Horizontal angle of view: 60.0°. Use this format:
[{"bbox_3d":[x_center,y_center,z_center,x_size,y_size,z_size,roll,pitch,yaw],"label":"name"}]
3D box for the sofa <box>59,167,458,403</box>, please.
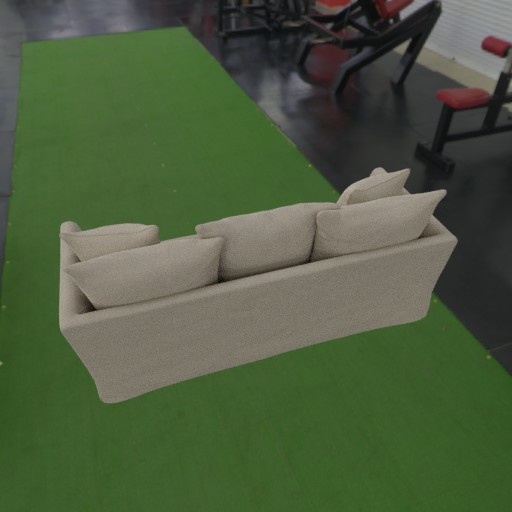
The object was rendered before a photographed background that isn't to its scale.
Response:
[{"bbox_3d":[0.000,0.000,3.112,2.499,1.047,1.046,-12,42,-14],"label":"sofa"}]
